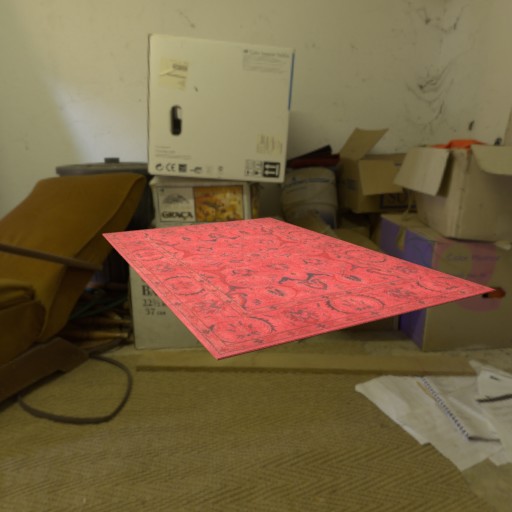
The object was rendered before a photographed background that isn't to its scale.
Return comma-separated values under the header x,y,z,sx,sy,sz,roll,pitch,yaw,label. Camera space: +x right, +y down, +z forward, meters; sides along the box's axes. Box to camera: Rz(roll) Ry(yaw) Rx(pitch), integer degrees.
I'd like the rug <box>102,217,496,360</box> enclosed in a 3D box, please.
x,y,z,sx,sy,sz,roll,pitch,yaw,label
0.000,0.000,2.268,1.209,0.008,1.814,-8,17,-27,rug
